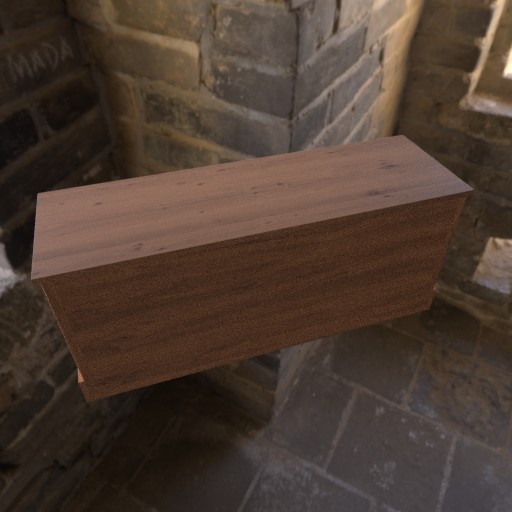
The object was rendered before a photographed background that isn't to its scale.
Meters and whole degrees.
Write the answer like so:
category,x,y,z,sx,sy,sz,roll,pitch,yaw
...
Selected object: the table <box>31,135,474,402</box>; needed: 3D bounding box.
category,x,y,z,sx,sy,sz,roll,pitch,yaw
table,0.000,0.000,1.452,1.200,0.510,0.400,-12,42,-14
